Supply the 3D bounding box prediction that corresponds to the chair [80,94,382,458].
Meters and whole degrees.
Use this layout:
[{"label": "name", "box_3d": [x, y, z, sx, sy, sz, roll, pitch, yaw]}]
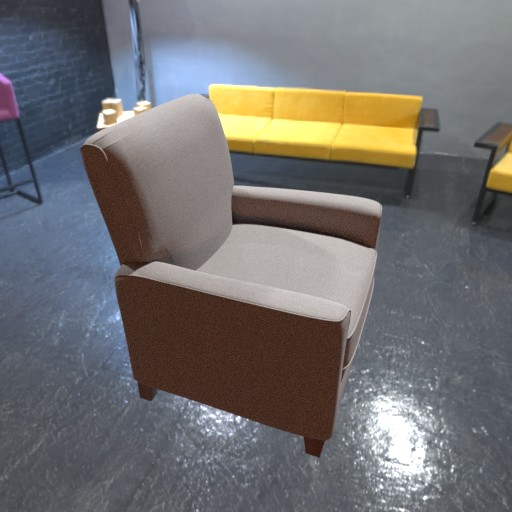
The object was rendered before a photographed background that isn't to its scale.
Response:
[{"label": "chair", "box_3d": [0.000, 0.000, 1.656, 0.859, 1.023, 0.845, 11, 33, 18]}]
